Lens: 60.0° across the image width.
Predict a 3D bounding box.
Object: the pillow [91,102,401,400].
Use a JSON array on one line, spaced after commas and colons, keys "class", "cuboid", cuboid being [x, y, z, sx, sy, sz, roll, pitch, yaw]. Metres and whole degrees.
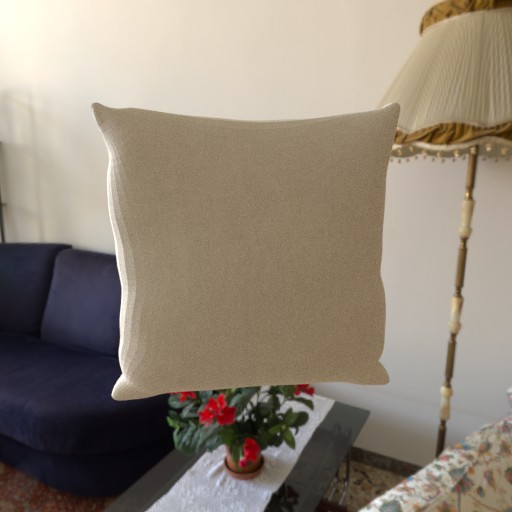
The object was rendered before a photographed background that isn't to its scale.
[{"class": "pillow", "cuboid": [0.000, 0.000, 0.659, 0.440, 0.441, 0.182, -2, 13, -8]}]
